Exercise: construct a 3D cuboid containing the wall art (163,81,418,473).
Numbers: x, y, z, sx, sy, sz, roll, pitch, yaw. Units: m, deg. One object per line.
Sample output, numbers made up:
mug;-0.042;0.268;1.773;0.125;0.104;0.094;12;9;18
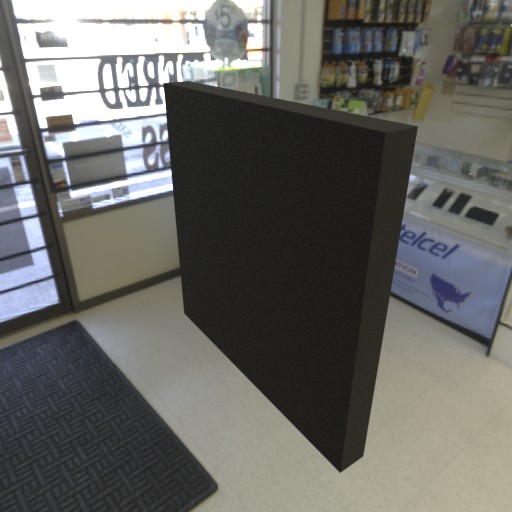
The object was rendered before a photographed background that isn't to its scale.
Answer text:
wall art;0.000;0.000;0.451;0.030;0.305;0.308;-18;33;-31
